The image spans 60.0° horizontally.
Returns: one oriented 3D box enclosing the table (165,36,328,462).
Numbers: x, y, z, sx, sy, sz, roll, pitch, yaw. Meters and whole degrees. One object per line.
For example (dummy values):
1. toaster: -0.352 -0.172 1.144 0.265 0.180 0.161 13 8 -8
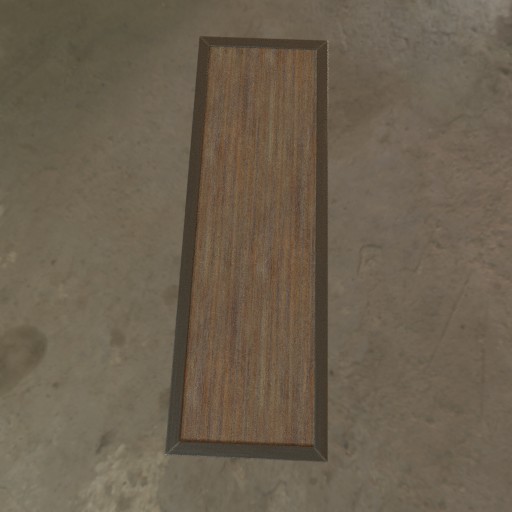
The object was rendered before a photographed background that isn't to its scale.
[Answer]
1. table: 0.000 0.000 1.602 0.402 0.753 1.216 2 76 1
